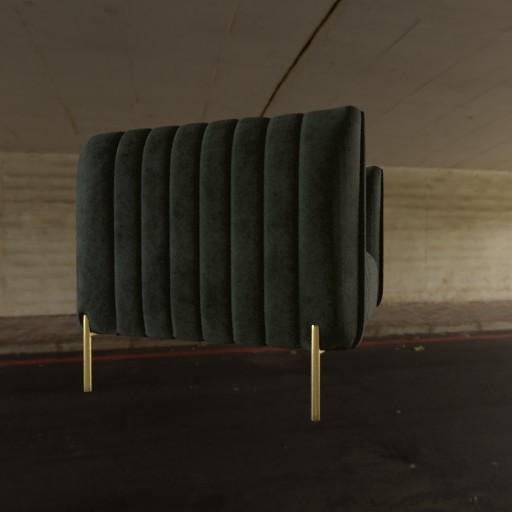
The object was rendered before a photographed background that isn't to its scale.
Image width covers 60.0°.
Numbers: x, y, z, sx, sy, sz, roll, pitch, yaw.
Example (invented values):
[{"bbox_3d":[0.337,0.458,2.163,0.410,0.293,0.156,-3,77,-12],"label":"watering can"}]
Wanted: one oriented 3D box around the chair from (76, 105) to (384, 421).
[{"bbox_3d":[0.000,0.000,1.660,0.877,0.794,1.032,0,1,19],"label":"chair"}]
